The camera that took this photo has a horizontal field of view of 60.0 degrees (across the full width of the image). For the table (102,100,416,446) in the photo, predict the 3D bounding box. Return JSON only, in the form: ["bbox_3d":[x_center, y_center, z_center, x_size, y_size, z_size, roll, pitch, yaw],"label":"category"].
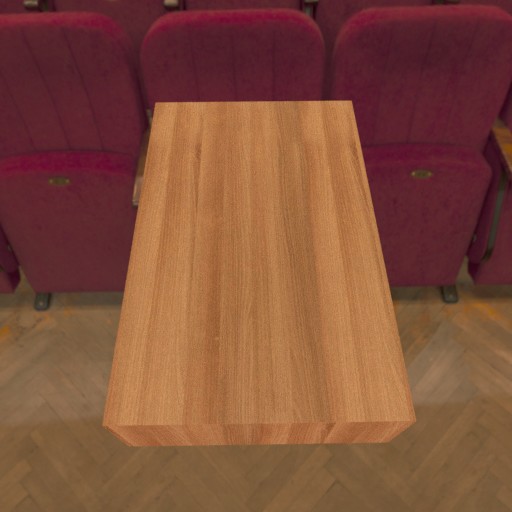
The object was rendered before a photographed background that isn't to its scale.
[{"bbox_3d":[0.000,0.000,1.423,0.700,0.330,1.100,-1,57,0],"label":"table"}]
